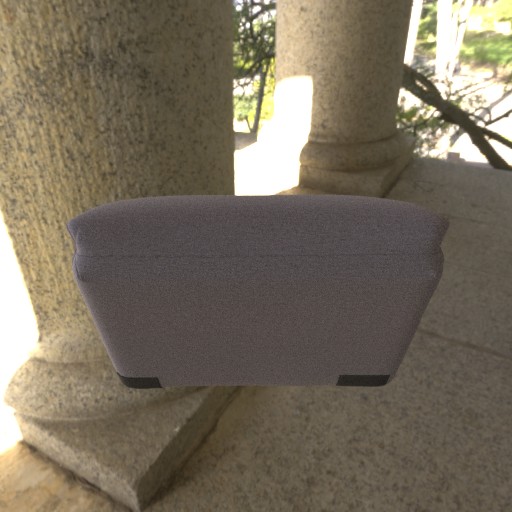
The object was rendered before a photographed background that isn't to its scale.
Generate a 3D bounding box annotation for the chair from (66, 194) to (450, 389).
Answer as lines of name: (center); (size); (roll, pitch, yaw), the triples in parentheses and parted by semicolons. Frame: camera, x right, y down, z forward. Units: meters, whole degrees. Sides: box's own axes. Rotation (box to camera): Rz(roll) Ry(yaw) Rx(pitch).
chair: (0.000, 0.000, 1.330); (0.820, 0.580, 0.780); (0, 30, -1)
